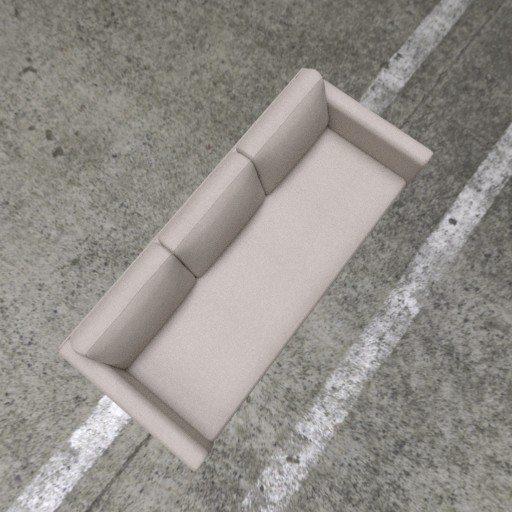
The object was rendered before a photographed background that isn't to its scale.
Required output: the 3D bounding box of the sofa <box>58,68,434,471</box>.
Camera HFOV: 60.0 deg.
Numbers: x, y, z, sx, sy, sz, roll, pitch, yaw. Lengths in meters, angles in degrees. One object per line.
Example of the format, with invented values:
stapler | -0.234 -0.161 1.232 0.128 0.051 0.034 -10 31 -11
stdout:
sofa | 0.000 0.000 2.687 0.959 0.838 2.210 37 79 9
